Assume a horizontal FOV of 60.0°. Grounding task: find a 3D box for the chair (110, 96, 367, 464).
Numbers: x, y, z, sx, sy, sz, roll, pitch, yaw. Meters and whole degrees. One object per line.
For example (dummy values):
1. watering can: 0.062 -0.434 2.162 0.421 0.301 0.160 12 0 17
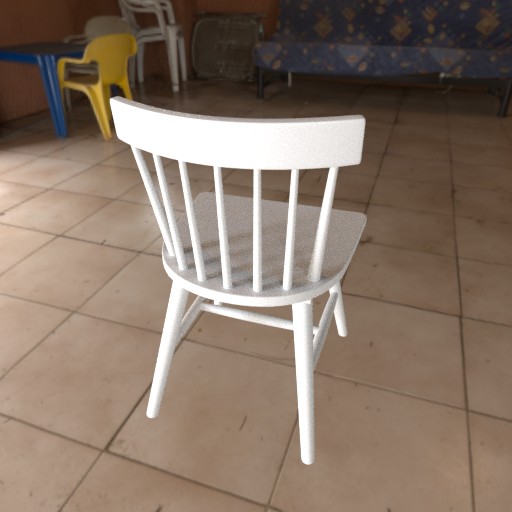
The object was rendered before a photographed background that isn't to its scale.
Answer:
1. chair: 0.000 0.000 1.098 0.483 0.787 0.500 10 33 16
